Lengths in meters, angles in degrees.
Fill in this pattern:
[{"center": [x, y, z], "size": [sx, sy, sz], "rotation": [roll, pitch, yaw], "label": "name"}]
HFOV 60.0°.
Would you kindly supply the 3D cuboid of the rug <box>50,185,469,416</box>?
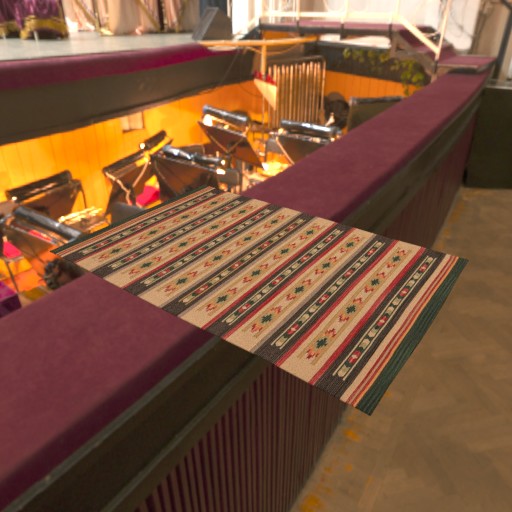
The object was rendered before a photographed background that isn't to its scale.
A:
[{"center": [0.000, 0.000, 2.306], "size": [1.825, 0.009, 1.221], "rotation": [20, 35, 31], "label": "rug"}]
